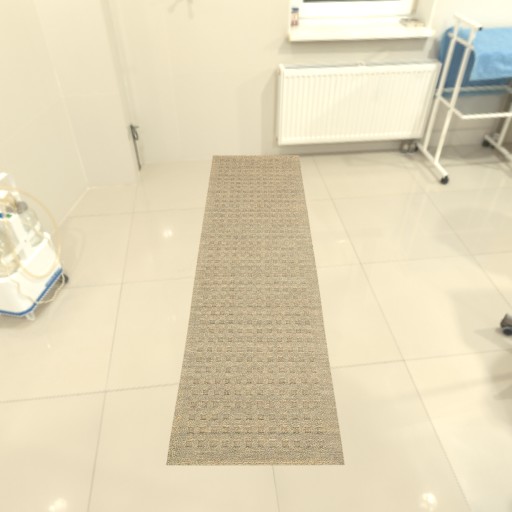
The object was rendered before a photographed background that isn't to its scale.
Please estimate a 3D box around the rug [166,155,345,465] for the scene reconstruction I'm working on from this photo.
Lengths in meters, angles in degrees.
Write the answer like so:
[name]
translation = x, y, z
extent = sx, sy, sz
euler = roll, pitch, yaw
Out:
[rug]
translation = 0.000, 0.000, 2.613
extent = 0.688, 0.005, 2.437
euler = 0, 41, 0
